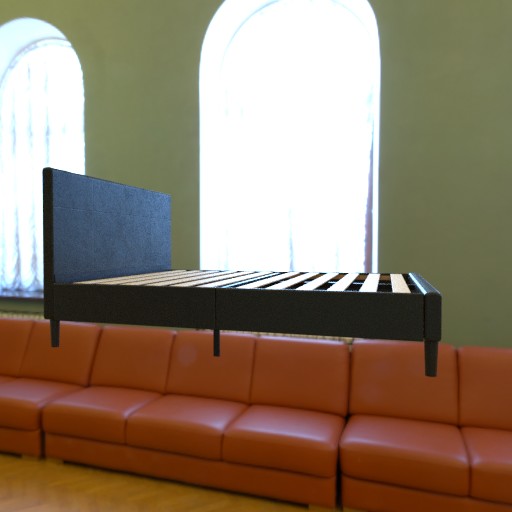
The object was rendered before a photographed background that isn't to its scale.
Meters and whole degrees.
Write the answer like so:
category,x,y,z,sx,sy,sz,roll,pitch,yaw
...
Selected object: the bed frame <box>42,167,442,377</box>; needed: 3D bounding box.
category,x,y,z,sx,sy,sz,roll,pitch,yaw
bed frame,0.000,0.000,2.970,2.152,1.046,1.469,0,1,16
